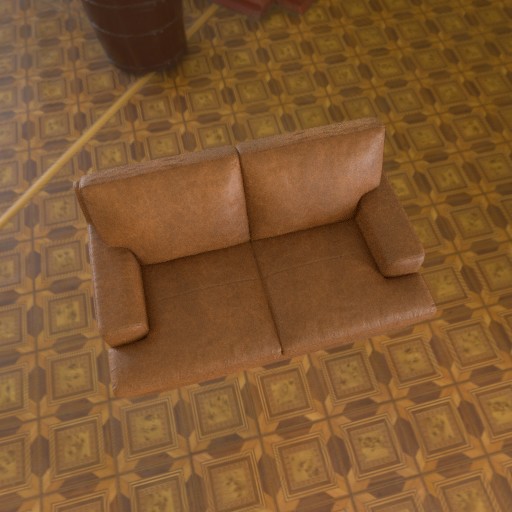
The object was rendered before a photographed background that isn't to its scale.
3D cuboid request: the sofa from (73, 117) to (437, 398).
[{"bbox_3d":[0.000,0.000,2.559,1.880,0.966,1.144,-13,64,-6],"label":"sofa"}]
